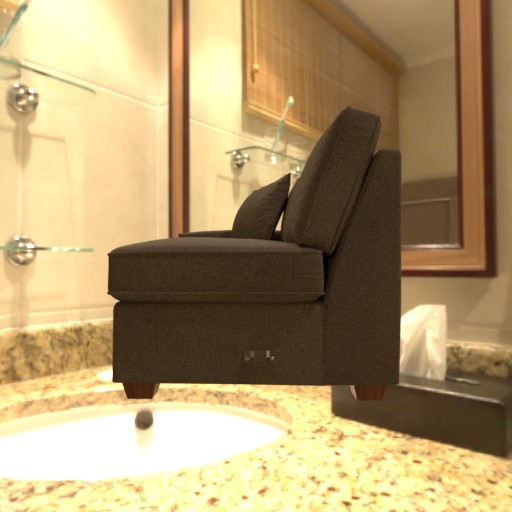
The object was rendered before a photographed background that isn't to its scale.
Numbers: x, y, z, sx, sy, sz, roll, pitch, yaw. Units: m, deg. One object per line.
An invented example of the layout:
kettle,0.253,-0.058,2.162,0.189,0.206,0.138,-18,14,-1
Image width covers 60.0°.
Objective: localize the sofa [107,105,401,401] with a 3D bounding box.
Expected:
sofa,0.000,0.000,2.123,0.991,0.989,1.388,0,-1,1
